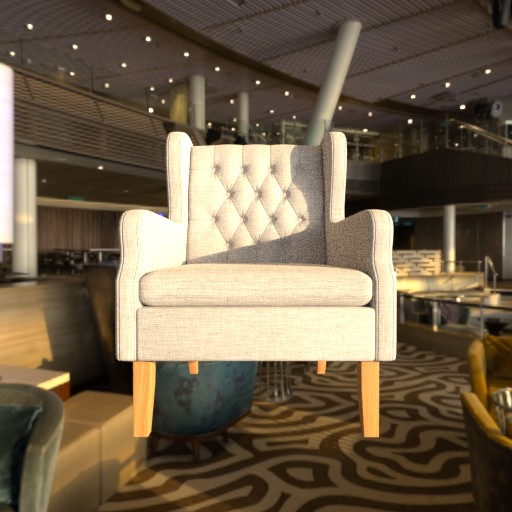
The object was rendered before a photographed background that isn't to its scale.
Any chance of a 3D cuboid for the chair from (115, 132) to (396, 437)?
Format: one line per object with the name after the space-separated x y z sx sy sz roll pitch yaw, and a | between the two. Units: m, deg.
0.000 0.000 1.489 0.710 0.930 0.760 0 1 0 | chair
